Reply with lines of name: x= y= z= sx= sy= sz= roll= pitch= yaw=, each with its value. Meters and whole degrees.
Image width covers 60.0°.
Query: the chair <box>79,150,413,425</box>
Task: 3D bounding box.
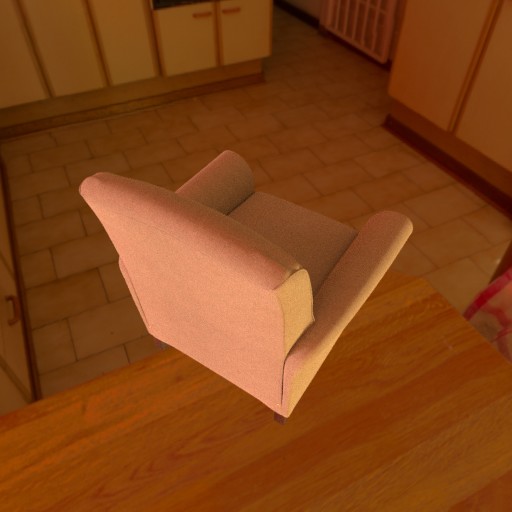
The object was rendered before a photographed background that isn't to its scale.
chair: x=0.000 y=0.000 z=1.805 sx=0.978 sy=1.061 sz=0.905 roll=25 pitch=50 yaw=23
